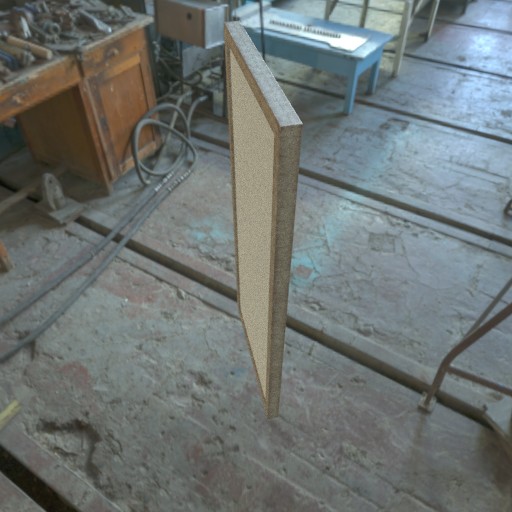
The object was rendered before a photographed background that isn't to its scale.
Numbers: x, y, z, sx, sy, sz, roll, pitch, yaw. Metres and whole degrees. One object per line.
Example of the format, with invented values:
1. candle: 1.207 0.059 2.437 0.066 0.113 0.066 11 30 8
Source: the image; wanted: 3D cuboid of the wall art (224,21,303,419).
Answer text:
1. wall art: 0.000 0.000 1.694 0.051 1.461 0.648 -10 47 -9
